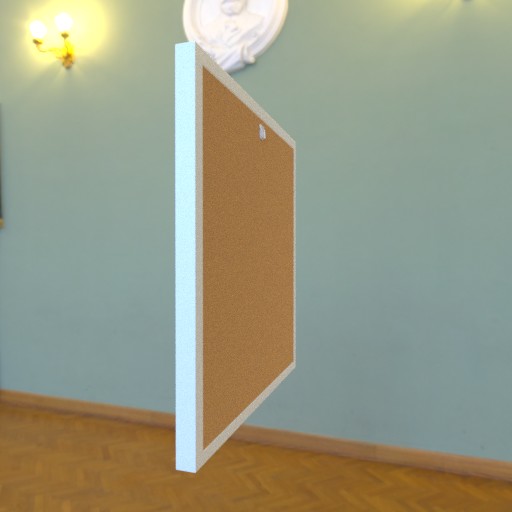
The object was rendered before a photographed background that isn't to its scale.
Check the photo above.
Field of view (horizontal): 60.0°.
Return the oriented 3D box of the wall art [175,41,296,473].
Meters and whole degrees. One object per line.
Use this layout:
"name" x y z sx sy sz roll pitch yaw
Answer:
"wall art" 0.000 0.000 1.145 0.050 0.762 0.761 0 1 19
